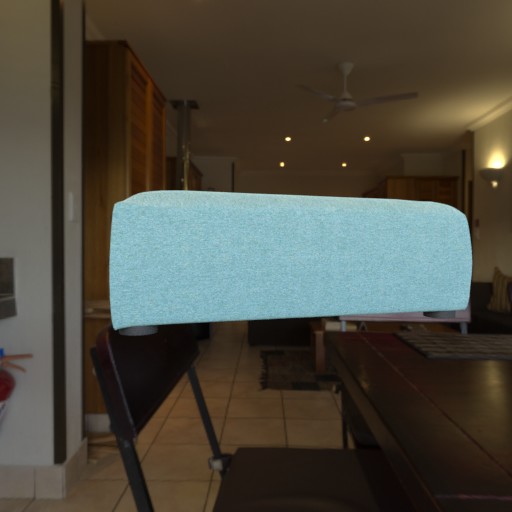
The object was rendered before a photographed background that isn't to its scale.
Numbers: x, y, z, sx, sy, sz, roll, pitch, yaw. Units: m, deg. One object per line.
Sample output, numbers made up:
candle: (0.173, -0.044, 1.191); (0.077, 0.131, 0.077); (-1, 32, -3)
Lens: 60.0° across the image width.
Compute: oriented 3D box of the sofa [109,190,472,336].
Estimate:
sofa: (0.000, 0.000, 1.499); (0.930, 0.330, 0.930); (0, 1, -18)
